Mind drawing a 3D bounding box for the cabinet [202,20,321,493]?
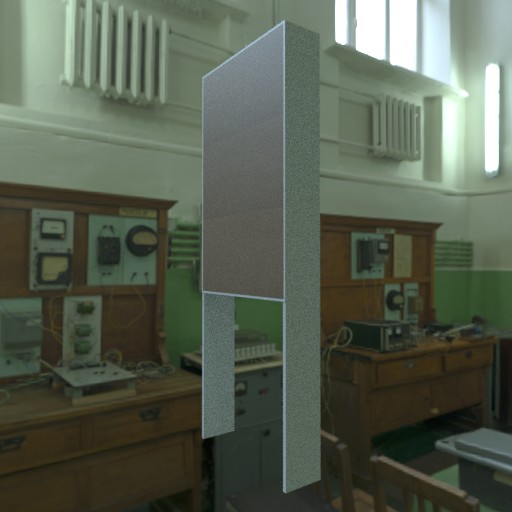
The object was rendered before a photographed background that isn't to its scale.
[{"bbox_3d":[0.000,0.000,1.973,0.192,1.770,0.643,1,-1,-36],"label":"cabinet"}]
